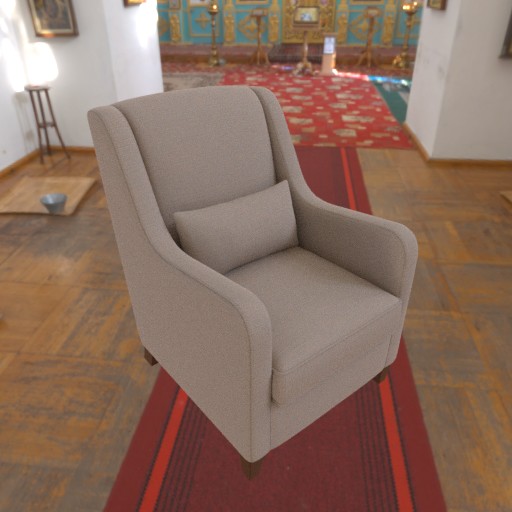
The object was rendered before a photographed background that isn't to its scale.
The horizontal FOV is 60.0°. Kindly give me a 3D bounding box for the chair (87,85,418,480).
[{"bbox_3d":[0.000,0.000,1.562,0.715,1.017,0.896,-22,37,-33],"label":"chair"}]
